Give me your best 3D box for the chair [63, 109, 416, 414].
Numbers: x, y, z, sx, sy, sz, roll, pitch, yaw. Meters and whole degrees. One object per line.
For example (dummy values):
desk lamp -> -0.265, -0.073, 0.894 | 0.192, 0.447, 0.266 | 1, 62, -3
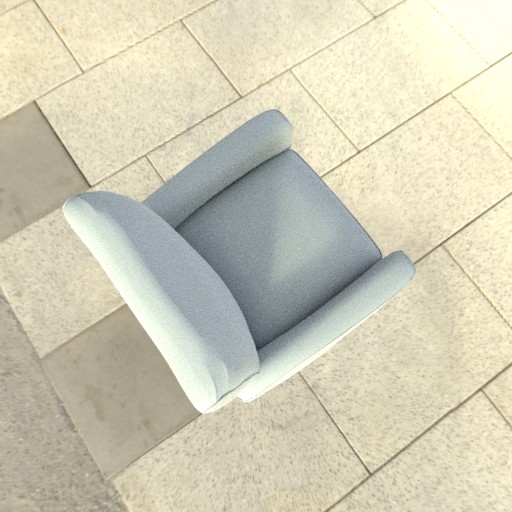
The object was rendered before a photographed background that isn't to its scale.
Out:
chair -> 0.000, 0.000, 1.642 | 0.846, 1.007, 0.853 | -36, 78, -9
